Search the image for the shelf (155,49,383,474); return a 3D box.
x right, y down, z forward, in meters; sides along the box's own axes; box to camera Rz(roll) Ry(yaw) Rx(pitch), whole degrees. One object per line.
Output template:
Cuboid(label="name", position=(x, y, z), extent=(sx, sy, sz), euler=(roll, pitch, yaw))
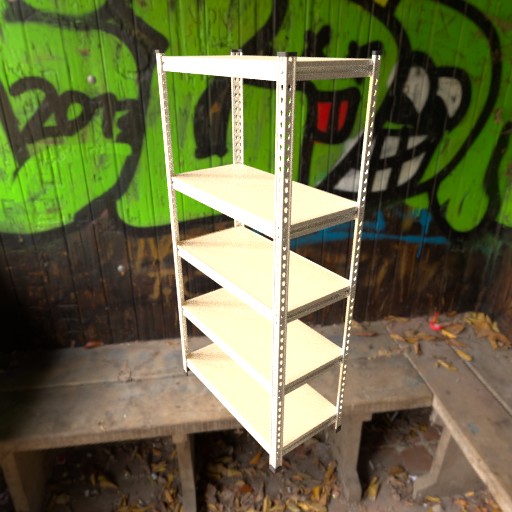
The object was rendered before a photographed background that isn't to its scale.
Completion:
Cuboid(label="shelf", position=(0.000, 0.000, 2.173), extent=(0.457, 1.829, 0.914), euler=(-18, 31, -33))
